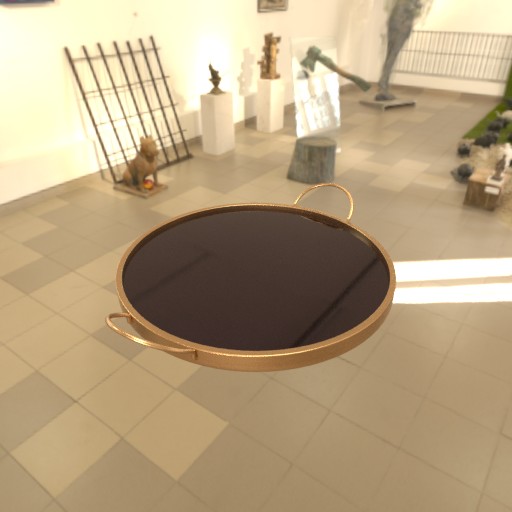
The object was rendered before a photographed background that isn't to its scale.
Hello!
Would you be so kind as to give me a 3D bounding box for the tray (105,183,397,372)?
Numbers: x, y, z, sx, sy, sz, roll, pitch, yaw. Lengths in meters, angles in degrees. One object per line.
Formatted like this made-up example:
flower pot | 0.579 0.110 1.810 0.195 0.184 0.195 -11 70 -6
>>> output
tray | 0.000 0.000 0.712 0.438 0.069 0.543 20 37 30
